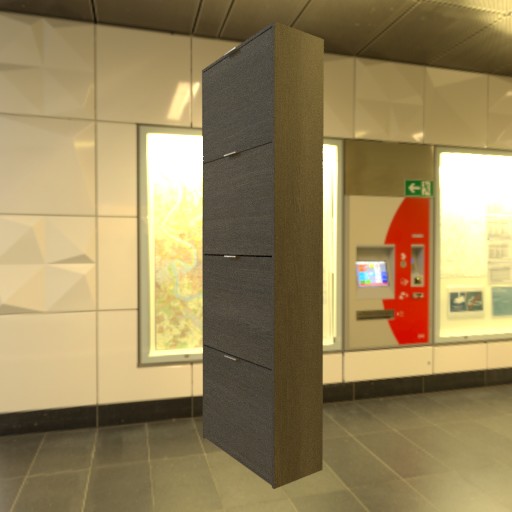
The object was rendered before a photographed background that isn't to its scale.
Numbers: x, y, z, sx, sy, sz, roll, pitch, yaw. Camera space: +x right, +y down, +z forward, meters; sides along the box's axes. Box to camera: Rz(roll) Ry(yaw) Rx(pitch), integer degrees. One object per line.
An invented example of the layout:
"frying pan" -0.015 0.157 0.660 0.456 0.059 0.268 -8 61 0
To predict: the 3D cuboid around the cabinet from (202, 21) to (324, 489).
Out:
"cabinet" 0.000 0.000 1.816 0.255 1.630 0.520 -1 1 -35
